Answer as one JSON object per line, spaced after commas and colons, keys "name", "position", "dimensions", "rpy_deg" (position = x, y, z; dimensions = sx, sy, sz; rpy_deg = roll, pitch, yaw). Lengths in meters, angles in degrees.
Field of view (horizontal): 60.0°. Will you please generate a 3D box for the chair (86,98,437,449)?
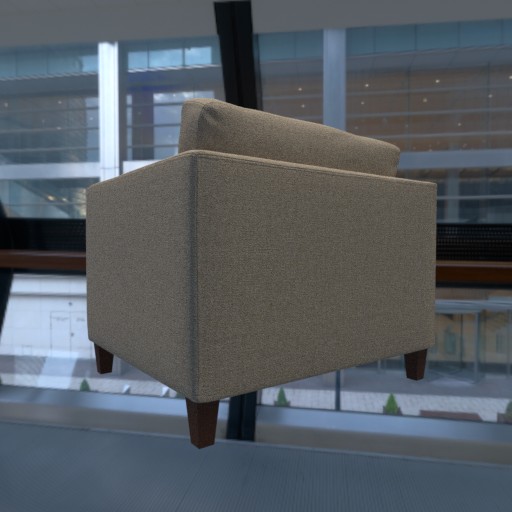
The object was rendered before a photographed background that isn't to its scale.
{"name": "chair", "position": [0.000, 0.000, 1.782], "dimensions": [1.107, 0.961, 0.959], "rpy_deg": [-1, 2, -37]}
